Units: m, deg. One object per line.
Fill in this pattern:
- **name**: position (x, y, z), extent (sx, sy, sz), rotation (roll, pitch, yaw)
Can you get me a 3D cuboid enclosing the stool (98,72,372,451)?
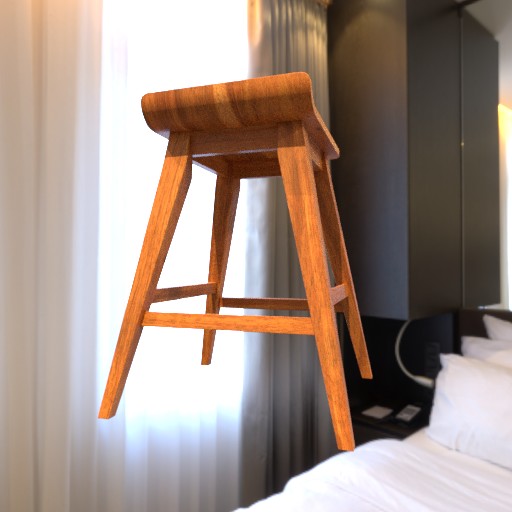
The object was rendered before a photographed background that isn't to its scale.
- **stool**: position (0.000, 0.000, 1.046), extent (0.500, 0.650, 0.500), rotation (0, -1, 18)
